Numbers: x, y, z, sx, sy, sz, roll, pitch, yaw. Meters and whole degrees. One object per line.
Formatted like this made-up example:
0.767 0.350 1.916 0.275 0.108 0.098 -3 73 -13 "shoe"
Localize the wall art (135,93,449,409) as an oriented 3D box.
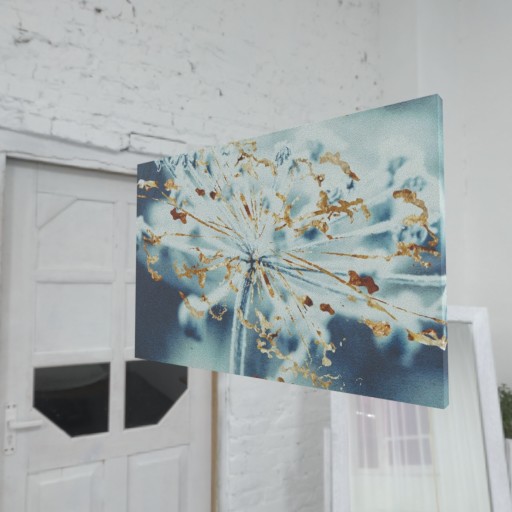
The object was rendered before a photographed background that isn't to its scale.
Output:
0.000 0.000 1.138 0.912 0.608 0.038 -2 -4 36 "wall art"
